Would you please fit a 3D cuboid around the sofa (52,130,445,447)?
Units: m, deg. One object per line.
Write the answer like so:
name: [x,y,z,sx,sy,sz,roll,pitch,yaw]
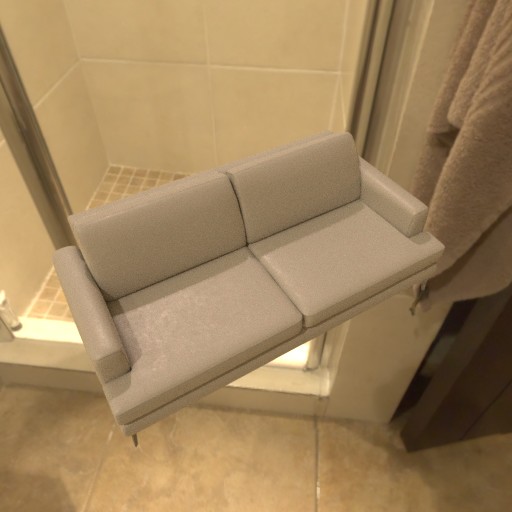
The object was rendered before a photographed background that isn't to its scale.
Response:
sofa: [0.000,0.000,2.426,1.940,0.765,0.974,-23,50,-21]
